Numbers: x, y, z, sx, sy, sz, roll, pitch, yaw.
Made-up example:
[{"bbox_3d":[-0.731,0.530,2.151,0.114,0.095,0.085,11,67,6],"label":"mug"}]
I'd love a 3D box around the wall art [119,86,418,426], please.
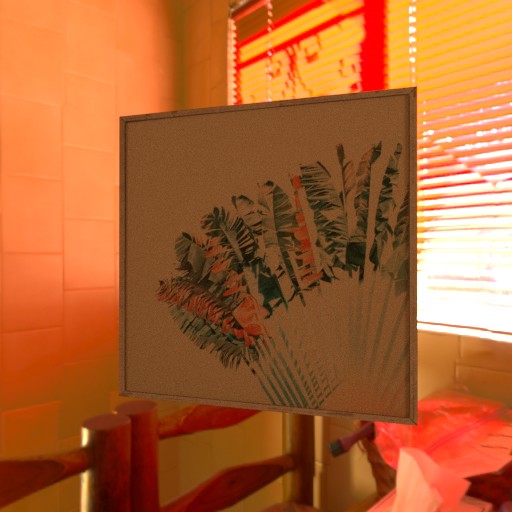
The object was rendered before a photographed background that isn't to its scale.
[{"bbox_3d":[0.000,0.000,1.112,0.760,0.757,0.038,0,0,16],"label":"wall art"}]
